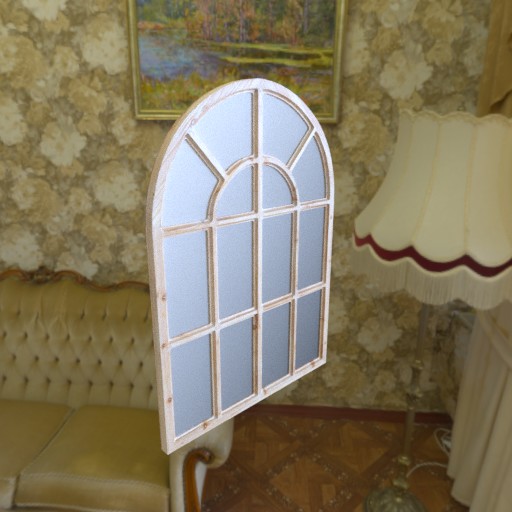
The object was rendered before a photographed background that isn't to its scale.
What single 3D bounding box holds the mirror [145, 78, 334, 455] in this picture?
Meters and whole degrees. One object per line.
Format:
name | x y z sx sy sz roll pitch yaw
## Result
mirror | 0.000 0.000 1.235 0.660 0.920 0.032 -15 22 -42
